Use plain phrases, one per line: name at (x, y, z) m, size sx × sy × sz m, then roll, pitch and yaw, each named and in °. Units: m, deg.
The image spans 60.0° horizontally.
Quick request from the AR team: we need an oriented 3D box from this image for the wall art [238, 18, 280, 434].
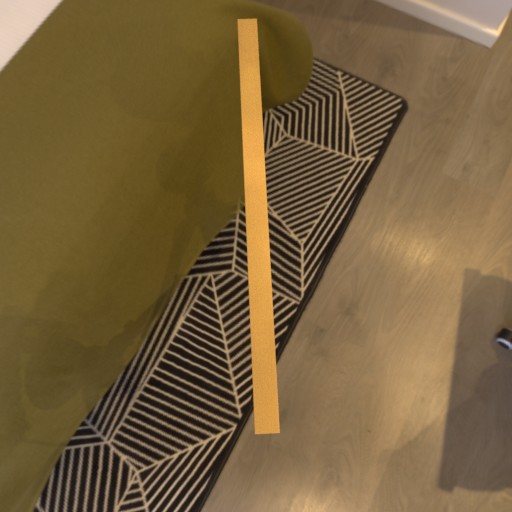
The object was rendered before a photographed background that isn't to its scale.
wall art at (0.000, 0.000, 1.141) m, size 0.038 × 0.762 × 0.762 m, roll -3°, pitch 75°, yaw -1°
